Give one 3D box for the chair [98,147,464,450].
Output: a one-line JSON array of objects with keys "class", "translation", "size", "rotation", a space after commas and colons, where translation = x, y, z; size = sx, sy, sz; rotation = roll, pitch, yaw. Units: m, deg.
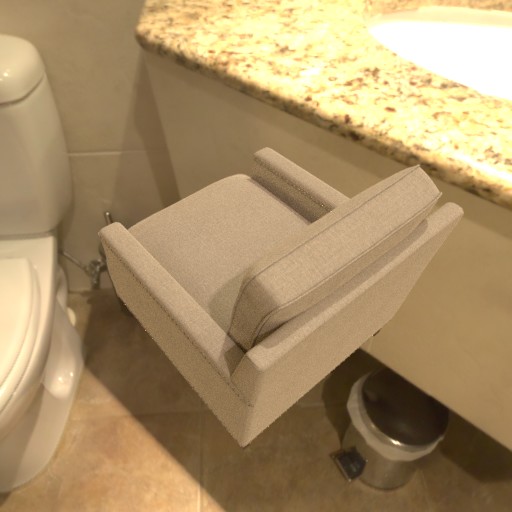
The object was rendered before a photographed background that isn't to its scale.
[{"class": "chair", "translation": [0.000, 0.000, 1.686], "size": [0.853, 0.943, 1.014], "rotation": [-32, 55, -26]}]
